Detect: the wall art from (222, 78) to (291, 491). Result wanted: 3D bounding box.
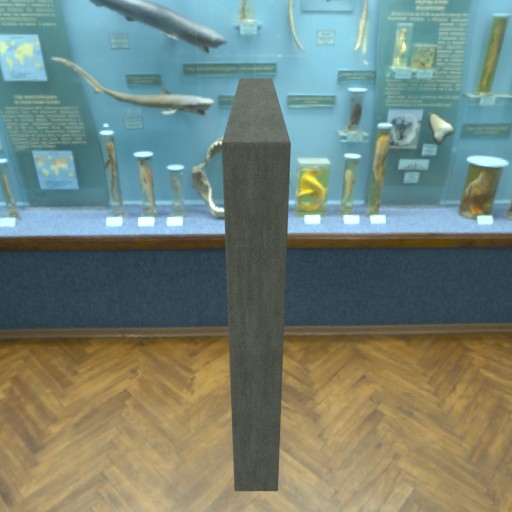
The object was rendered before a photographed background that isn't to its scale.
[{"bbox_3d":[0.000,0.000,0.447,0.038,0.302,0.303,0,28,0],"label":"wall art"}]
